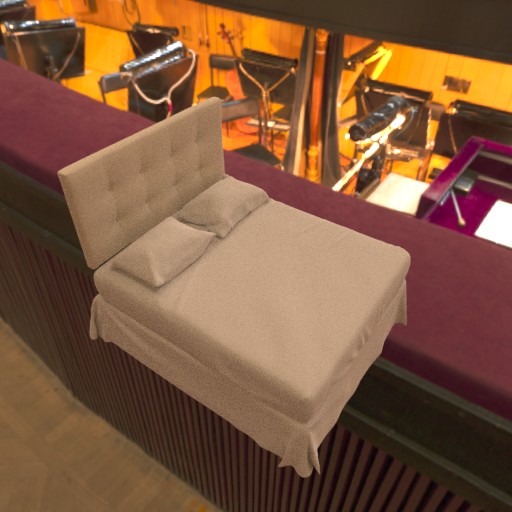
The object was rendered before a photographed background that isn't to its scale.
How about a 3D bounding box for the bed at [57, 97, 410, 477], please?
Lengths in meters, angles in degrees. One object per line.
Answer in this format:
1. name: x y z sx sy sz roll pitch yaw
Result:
1. bed: 0.000 0.000 3.449 2.222 1.577 1.936 25 46 26
